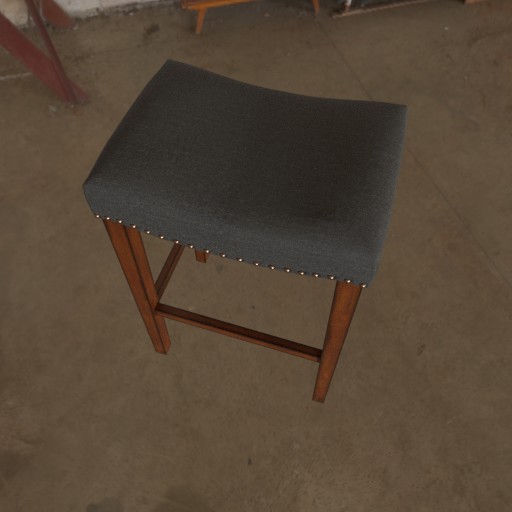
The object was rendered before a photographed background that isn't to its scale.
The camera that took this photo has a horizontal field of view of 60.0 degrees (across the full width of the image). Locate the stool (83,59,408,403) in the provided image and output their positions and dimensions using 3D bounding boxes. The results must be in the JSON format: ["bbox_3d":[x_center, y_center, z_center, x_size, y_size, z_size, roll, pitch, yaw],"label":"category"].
[{"bbox_3d":[0.000,0.000,1.040,0.502,0.748,0.366,15,59,9],"label":"stool"}]
